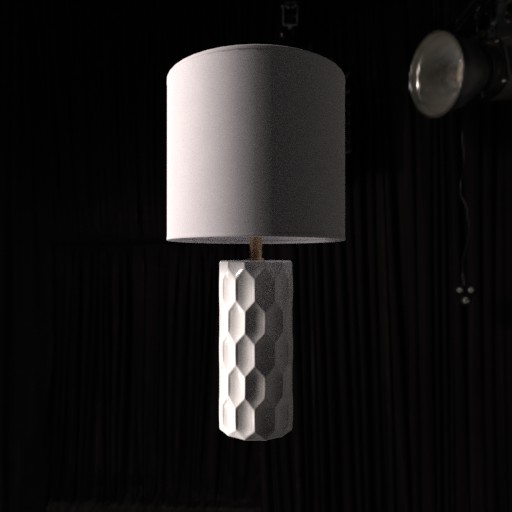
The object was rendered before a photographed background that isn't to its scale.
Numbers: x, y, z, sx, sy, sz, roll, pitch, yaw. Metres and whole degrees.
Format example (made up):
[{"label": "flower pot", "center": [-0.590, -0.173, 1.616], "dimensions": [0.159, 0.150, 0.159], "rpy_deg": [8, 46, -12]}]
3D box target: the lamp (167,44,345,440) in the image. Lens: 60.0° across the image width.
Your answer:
[{"label": "lamp", "center": [0.000, 0.000, 0.699], "dimensions": [0.277, 0.537, 0.277], "rpy_deg": [0, 0, 1]}]
